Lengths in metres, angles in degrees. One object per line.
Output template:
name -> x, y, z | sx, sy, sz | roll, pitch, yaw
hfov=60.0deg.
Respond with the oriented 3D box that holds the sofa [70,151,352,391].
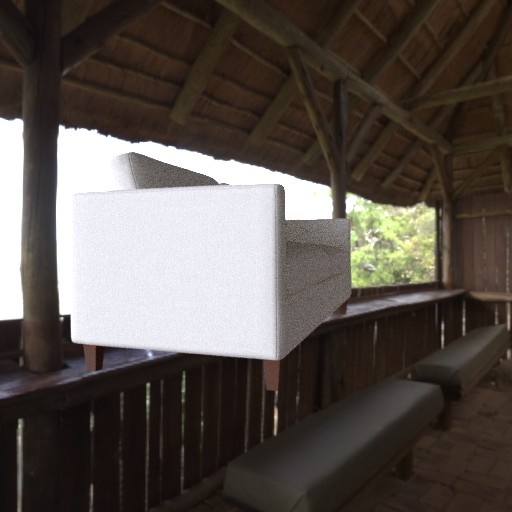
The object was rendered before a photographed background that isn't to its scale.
sofa -> 0.000, 0.000, 2.649 | 0.924, 0.933, 2.139 | 0, 1, 19
